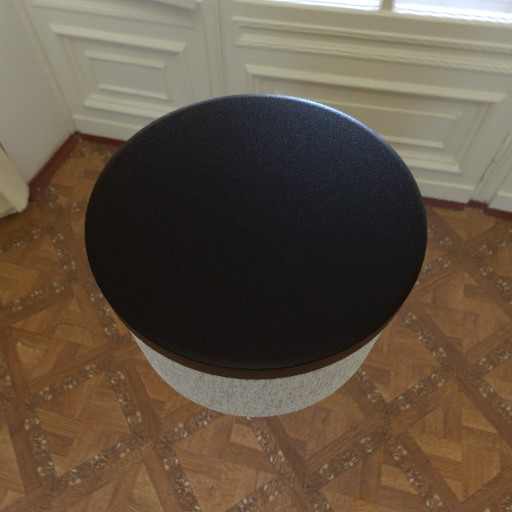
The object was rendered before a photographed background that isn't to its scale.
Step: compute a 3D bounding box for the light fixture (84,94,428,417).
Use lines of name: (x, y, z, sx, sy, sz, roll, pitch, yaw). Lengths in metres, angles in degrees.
light fixture: (0.000, 0.000, 0.608, 0.389, 0.229, 0.389, 0, 58, 0)
